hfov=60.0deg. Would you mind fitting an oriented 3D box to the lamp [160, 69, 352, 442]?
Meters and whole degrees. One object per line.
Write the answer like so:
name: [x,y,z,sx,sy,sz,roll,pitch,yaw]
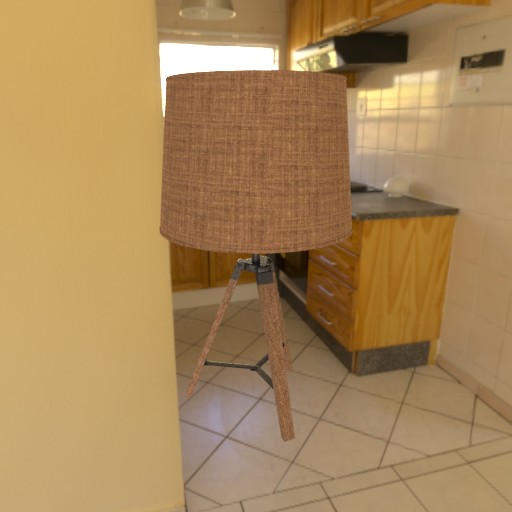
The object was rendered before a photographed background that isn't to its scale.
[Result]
lamp: [0.000,0.000,0.693,0.290,0.514,0.290,0,17,0]
